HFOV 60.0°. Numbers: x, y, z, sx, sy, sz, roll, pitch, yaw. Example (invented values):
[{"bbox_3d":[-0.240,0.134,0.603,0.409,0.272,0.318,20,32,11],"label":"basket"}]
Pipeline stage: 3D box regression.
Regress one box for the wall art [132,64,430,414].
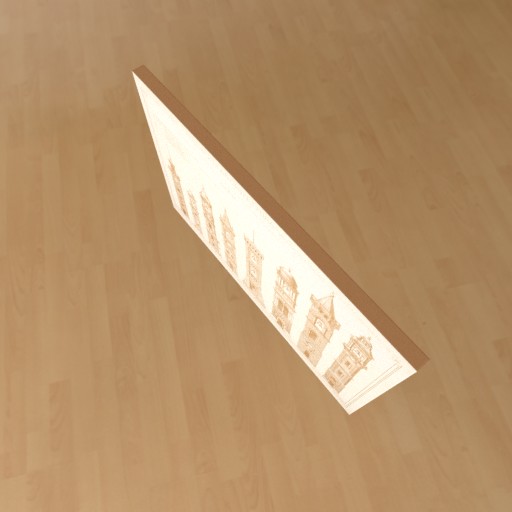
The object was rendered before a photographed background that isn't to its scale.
[{"bbox_3d":[0.000,0.000,1.185,0.033,0.608,0.915,-36,69,-16],"label":"wall art"}]
